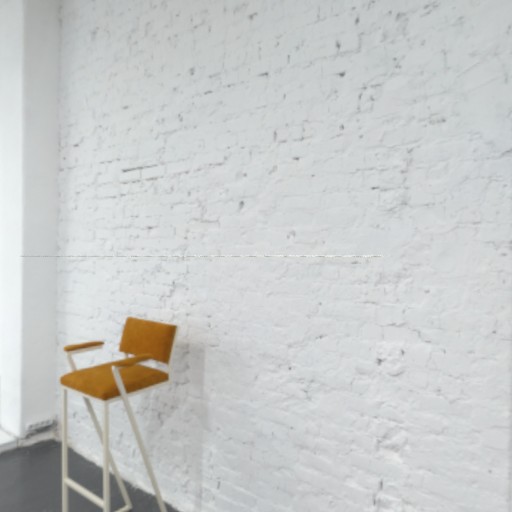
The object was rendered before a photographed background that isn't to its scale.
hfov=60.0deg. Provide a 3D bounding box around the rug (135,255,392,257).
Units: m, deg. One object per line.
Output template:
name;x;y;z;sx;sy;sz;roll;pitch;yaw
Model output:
rug;0.000;0.000;4.223;2.439;0.005;3.201;0;0;18
